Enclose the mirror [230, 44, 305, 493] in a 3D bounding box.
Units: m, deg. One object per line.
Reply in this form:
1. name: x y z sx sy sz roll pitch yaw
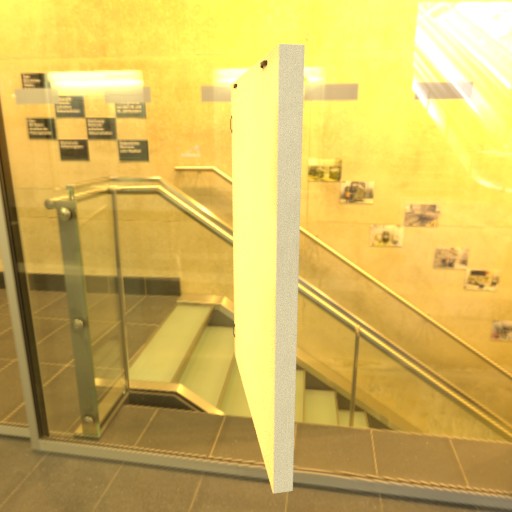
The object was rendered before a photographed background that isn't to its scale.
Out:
1. mirror: 0.000 0.000 0.911 0.040 0.710 0.507 -3 16 -10
